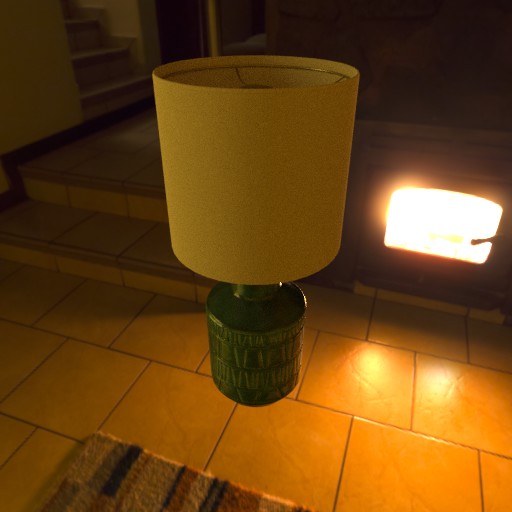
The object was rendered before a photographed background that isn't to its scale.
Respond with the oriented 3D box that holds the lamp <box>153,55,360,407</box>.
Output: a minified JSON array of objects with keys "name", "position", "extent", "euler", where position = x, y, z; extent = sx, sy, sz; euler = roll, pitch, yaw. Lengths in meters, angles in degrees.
[{"name":"lamp","position":[0.000,0.000,0.578],"extent":[0.211,0.455,0.211],"euler":[0,31,0]}]
